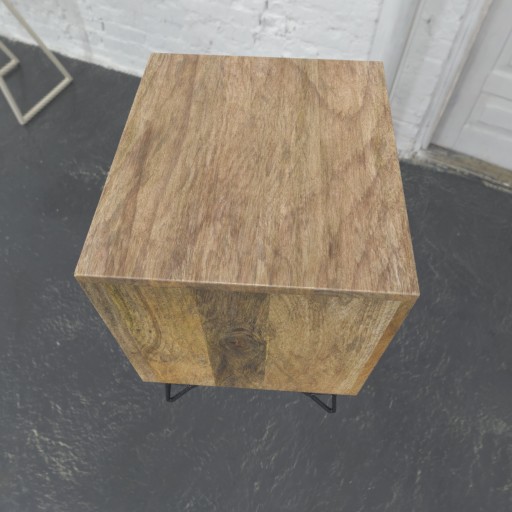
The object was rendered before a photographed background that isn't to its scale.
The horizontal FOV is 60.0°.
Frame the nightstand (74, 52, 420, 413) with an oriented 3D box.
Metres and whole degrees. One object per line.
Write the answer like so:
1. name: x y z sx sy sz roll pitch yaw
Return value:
1. nightstand: 0.000 0.000 0.870 0.406 0.559 0.457 3 56 2
